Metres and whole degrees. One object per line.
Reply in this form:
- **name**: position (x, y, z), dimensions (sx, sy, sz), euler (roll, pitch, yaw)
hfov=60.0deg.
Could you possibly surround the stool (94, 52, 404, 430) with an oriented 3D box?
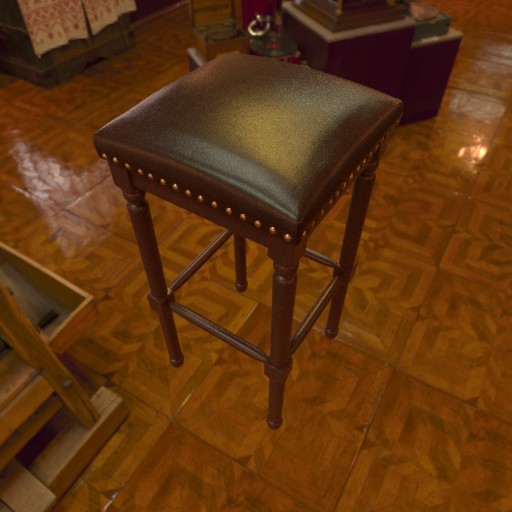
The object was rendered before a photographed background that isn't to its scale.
- **stool**: position (0.000, 0.000, 0.982), dimensions (0.383, 0.768, 0.382), euler (26, 52, 22)
